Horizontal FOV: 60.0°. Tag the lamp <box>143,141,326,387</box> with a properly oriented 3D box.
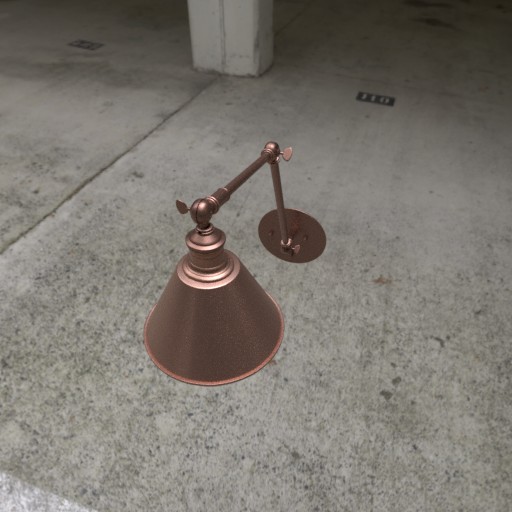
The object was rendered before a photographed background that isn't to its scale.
[{"bbox_3d":[0.000,0.000,0.864,0.223,0.502,0.624,13,42,15],"label":"lamp"}]
